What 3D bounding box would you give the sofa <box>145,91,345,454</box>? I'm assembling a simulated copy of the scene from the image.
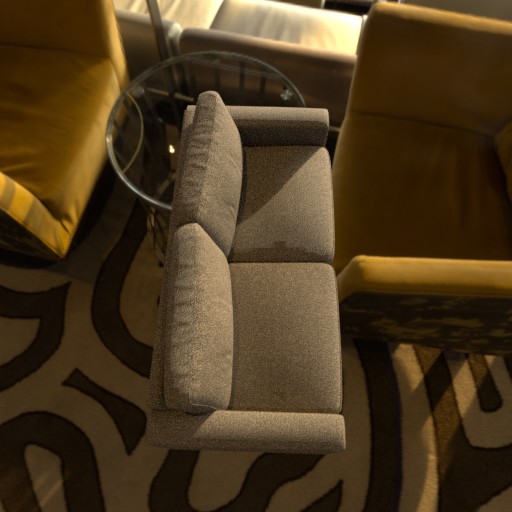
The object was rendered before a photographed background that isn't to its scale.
[{"bbox_3d":[0.000,0.000,2.715,1.016,0.873,2.179,2,65,1],"label":"sofa"}]
